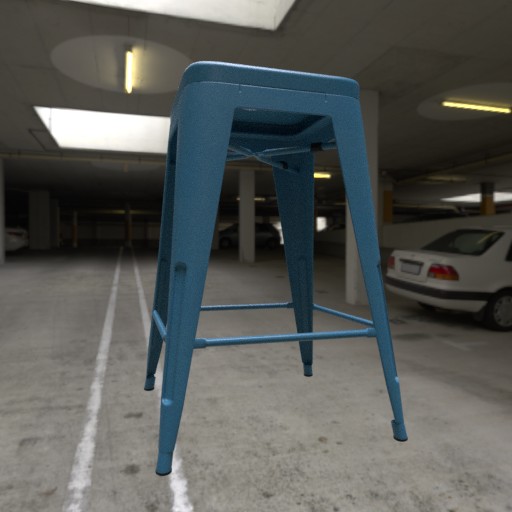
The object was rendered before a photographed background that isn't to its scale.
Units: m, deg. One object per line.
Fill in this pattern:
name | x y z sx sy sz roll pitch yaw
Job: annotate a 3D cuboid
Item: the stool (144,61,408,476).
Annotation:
stool | 0.000 0.000 0.863 0.410 0.608 0.410 0 1 -17
